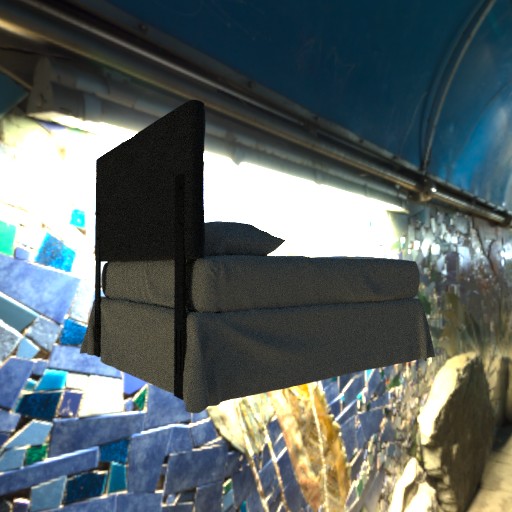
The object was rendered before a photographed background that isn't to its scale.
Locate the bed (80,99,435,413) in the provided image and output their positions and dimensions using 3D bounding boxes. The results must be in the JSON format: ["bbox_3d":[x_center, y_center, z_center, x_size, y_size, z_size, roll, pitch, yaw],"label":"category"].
[{"bbox_3d":[0.000,0.000,3.533,2.222,1.577,1.936,1,-2,-37],"label":"bed"}]
